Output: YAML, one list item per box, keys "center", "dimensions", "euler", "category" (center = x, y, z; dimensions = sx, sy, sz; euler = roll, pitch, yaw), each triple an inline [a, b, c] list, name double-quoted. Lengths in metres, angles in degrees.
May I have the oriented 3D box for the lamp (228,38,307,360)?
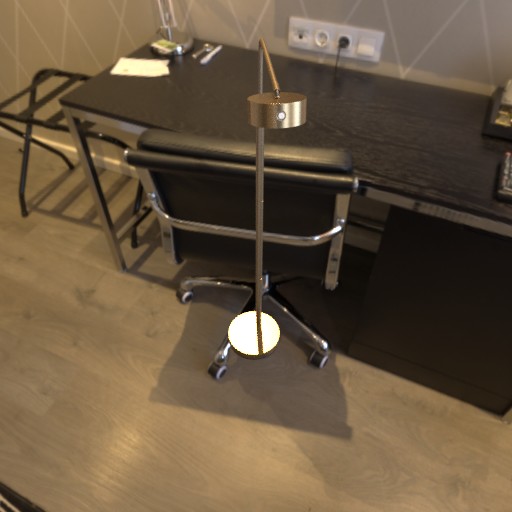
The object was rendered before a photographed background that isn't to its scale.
- center: [0.000, 0.000, 1.397]
  dimensions: [0.219, 1.230, 0.418]
  euler: [-4, 47, -3]
  category: "lamp"
